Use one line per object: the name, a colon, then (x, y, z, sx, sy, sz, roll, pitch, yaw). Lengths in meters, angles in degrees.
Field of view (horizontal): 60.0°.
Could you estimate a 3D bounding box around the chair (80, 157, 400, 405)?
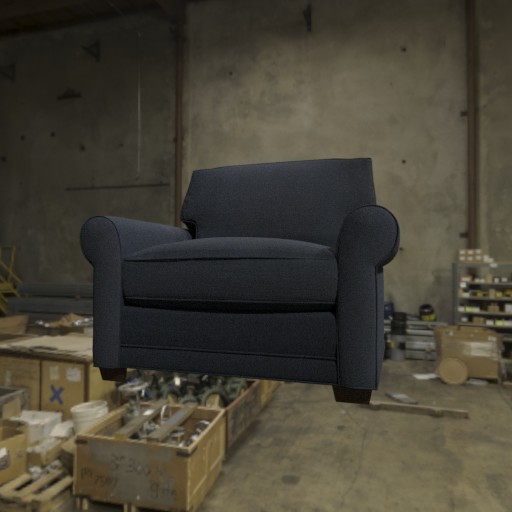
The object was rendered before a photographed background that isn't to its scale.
chair: (0.000, 0.000, 2.077, 1.285, 1.044, 0.963, 0, -1, 18)
